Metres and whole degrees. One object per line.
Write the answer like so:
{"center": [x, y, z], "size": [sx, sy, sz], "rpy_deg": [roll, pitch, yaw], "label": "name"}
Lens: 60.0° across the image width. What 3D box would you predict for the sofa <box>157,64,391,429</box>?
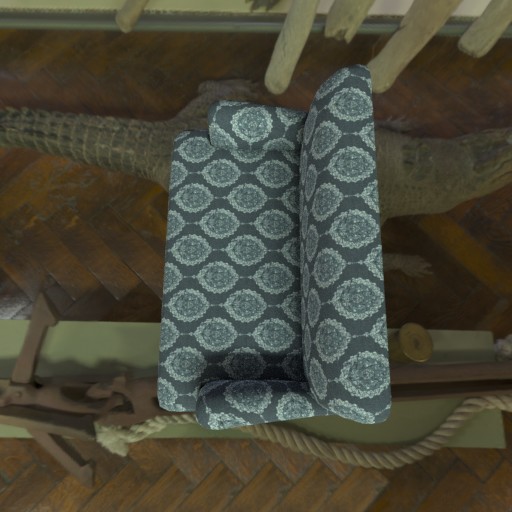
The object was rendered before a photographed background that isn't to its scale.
{"center": [0.000, 0.000, 1.789], "size": [0.779, 0.867, 1.297], "rpy_deg": [1, 76, 0], "label": "sofa"}
